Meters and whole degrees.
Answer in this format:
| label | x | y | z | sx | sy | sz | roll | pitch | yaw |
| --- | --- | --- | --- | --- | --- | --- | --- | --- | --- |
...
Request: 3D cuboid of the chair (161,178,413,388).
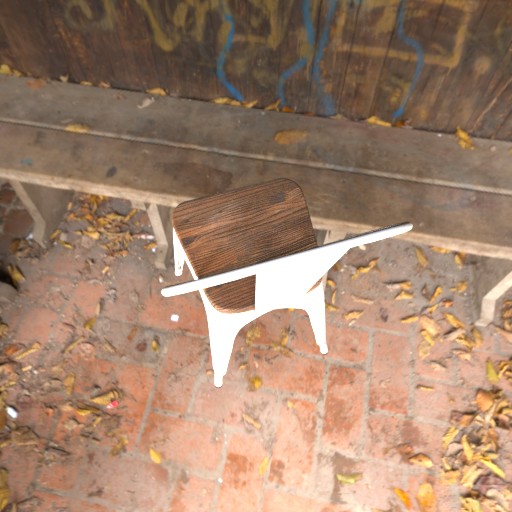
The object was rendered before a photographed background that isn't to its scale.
| label | x | y | z | sx | sy | sz | roll | pitch | yaw |
| --- | --- | --- | --- | --- | --- | --- | --- | --- | --- |
| chair | 0.000 | 0.000 | 1.138 | 0.452 | 0.851 | 0.521 | -15 | 61 | -9 |
